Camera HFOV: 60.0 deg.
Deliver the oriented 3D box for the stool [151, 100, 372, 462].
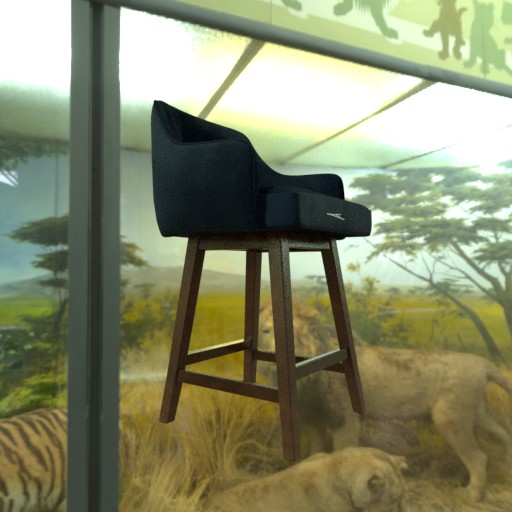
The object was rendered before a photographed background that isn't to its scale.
[{"bbox_3d":[0.000,0.000,1.319,0.560,0.940,0.550,-1,-1,35],"label":"stool"}]
